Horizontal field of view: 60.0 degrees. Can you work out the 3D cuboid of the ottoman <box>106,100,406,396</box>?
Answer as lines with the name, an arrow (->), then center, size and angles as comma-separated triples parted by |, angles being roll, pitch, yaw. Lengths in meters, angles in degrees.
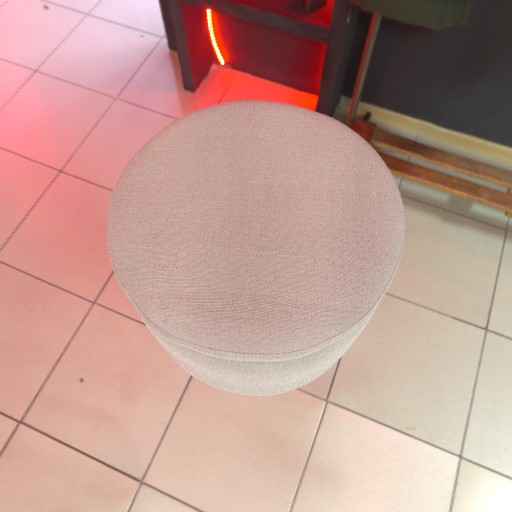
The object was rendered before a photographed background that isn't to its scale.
ottoman -> 0.000, 0.000, 0.886 | 0.497, 0.409, 0.497 | 0, 64, 0
